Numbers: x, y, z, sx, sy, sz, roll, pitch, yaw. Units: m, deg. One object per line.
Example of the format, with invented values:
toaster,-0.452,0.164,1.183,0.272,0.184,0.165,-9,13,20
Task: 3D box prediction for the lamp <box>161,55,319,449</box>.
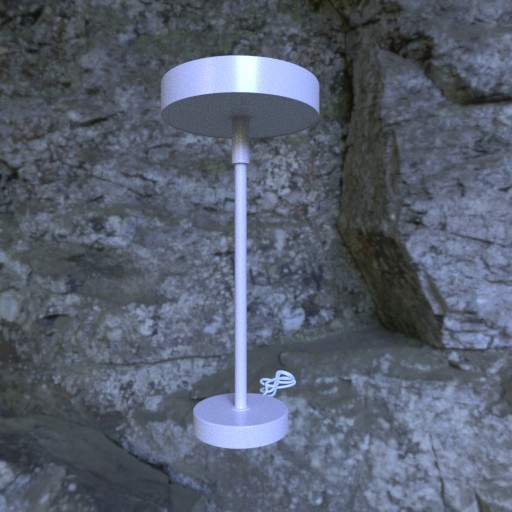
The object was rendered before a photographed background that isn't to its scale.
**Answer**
lamp,0.000,0.000,0.720,0.229,0.508,0.369,0,1,19
